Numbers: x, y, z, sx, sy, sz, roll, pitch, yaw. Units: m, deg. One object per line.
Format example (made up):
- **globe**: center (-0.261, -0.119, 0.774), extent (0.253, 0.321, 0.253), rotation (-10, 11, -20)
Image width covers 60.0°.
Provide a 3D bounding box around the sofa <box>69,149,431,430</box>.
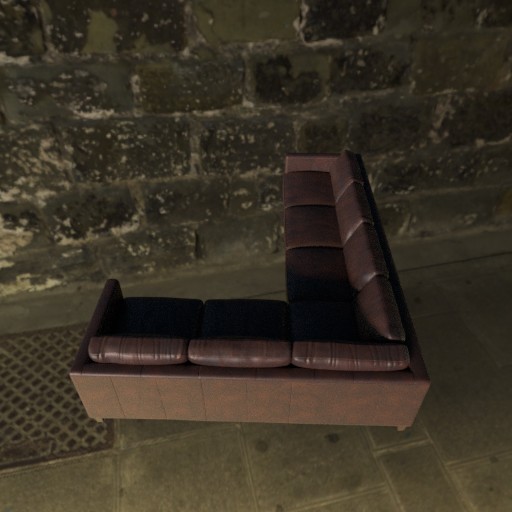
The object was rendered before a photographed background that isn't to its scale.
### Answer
- **sofa**: center (0.000, 0.000, 4.314), extent (2.438, 0.836, 3.152), rotation (1, 41, 1)
